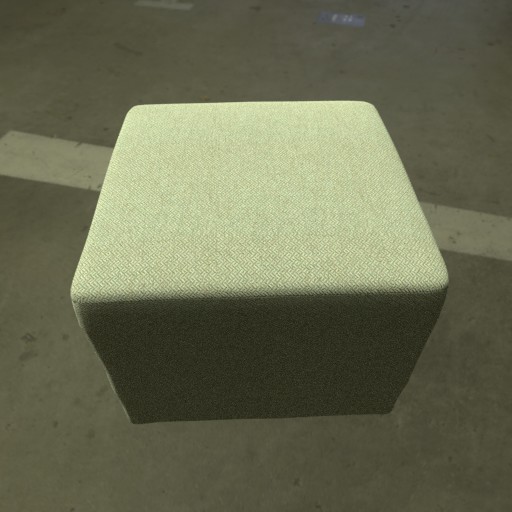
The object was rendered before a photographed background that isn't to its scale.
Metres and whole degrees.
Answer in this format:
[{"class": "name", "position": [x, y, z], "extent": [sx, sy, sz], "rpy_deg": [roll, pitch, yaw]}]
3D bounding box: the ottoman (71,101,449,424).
[{"class": "ottoman", "position": [0.000, 0.000, 0.885], "extent": [0.521, 0.453, 0.512], "rpy_deg": [-2, 47, -1]}]
